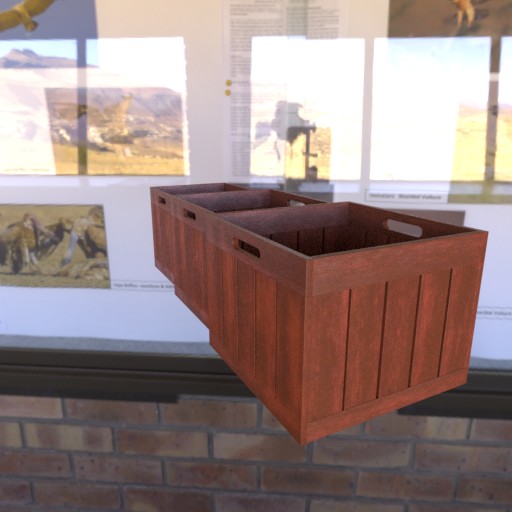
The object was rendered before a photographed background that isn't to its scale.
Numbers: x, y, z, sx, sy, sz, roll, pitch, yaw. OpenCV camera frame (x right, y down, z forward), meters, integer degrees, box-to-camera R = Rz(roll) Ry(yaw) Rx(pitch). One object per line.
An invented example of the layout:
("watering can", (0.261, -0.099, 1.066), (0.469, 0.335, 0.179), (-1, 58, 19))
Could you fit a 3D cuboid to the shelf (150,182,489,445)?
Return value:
("shelf", (0.000, 0.000, 1.209), (0.393, 0.311, 1.064), (-8, 18, -26))
